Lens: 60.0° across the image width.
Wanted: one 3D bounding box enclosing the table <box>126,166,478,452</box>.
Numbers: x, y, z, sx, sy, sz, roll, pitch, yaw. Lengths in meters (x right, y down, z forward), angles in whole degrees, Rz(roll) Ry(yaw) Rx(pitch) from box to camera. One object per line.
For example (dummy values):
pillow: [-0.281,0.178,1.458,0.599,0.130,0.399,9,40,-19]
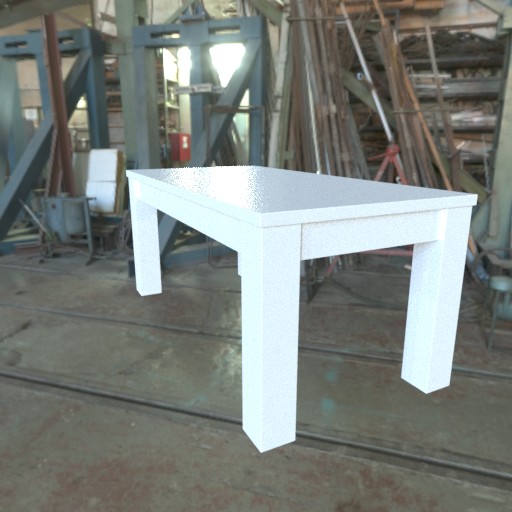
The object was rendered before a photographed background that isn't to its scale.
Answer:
table: [0.000,0.000,2.298,0.900,0.790,1.800,-8,17,-26]
